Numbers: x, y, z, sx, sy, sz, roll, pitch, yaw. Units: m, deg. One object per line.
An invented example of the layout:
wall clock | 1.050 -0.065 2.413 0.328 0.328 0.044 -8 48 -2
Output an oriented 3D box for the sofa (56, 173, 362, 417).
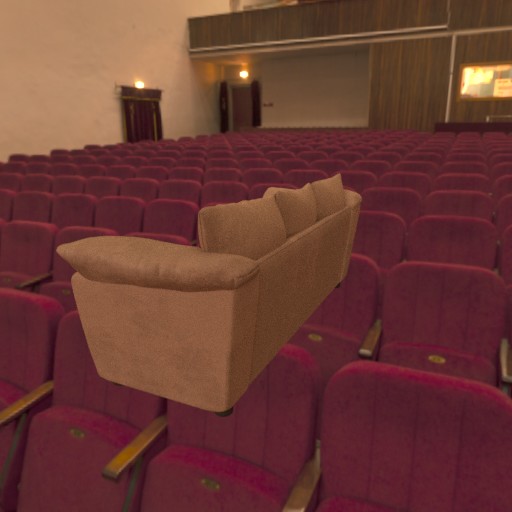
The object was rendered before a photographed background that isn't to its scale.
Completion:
sofa | 0.000 0.000 2.870 0.893 0.981 2.377 7 17 24
